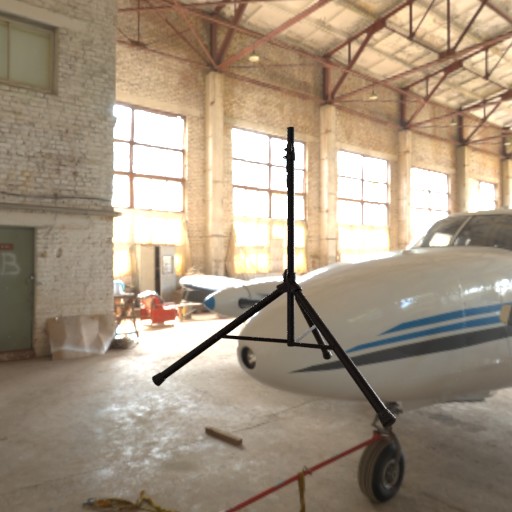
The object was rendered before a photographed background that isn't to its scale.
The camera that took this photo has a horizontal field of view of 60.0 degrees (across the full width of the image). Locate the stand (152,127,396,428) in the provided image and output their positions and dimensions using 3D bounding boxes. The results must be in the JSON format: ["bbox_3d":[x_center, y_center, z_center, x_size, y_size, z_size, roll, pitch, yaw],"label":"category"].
[{"bbox_3d":[0.000,0.000,1.951,0.907,1.136,1.045,0,0,-1],"label":"stand"}]
